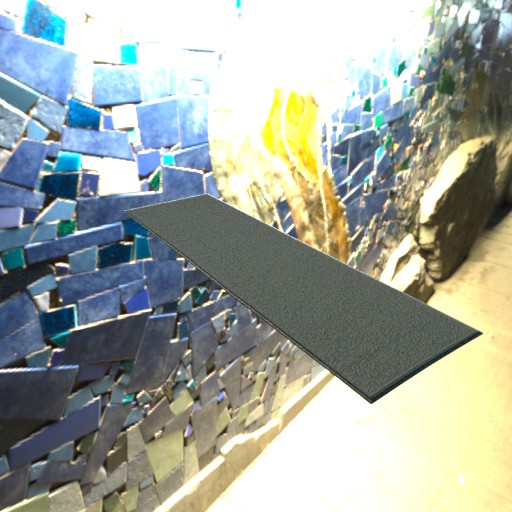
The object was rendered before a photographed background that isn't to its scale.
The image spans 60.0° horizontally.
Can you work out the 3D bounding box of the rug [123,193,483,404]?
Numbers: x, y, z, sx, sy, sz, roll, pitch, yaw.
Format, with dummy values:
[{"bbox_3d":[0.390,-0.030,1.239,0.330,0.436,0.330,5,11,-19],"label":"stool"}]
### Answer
[{"bbox_3d":[0.000,0.000,2.396,0.662,0.011,2.196,-17,31,-32],"label":"rug"}]
